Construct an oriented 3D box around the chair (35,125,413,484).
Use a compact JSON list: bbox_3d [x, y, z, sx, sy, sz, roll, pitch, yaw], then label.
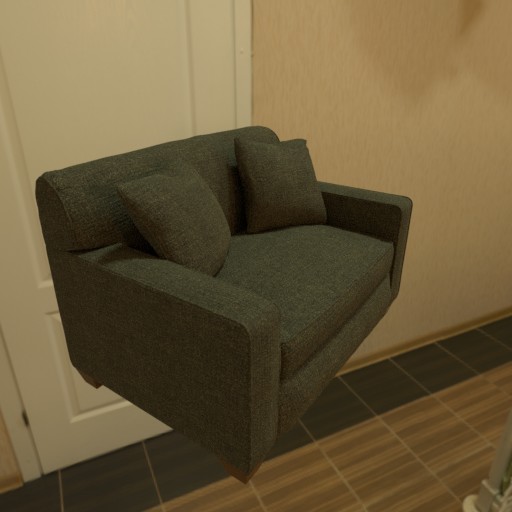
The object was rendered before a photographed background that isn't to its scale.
[{"bbox_3d":[0.000,0.000,1.977,1.000,0.948,1.383,17,30,32],"label":"chair"}]
